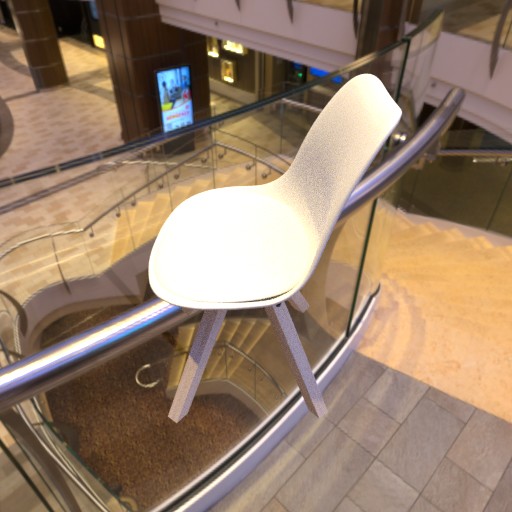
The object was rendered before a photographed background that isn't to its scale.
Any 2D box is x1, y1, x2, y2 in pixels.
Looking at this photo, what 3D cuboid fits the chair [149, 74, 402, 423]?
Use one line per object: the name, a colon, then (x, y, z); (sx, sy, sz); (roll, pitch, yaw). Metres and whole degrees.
chair: (0.000, 0.000, 1.161); (0.550, 0.850, 0.485); (-1, 40, -1)
